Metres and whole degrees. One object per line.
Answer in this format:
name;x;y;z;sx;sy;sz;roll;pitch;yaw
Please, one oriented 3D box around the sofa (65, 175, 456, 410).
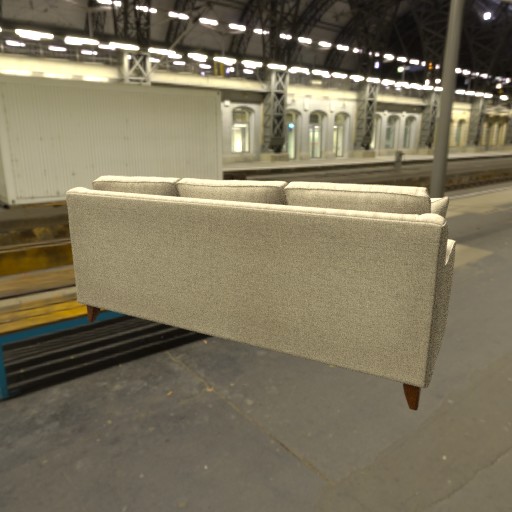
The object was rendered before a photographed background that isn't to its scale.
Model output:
sofa;0.000;0.000;2.509;2.031;0.914;0.865;8;17;27
